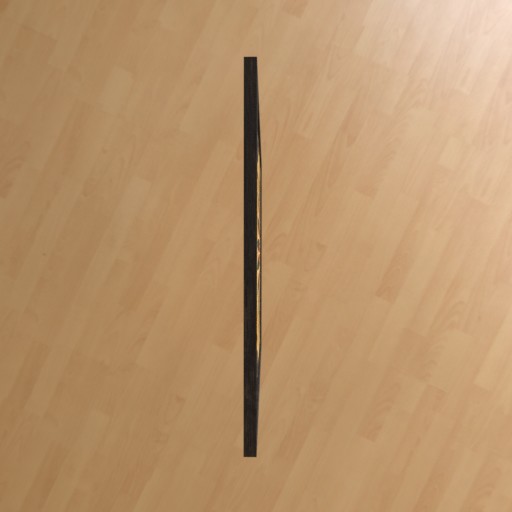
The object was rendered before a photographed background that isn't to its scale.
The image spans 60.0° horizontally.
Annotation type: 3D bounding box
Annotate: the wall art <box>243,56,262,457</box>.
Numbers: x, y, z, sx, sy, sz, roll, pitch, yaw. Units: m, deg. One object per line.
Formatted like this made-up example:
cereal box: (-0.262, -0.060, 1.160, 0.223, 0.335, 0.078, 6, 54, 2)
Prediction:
wall art: (0.000, 0.000, 1.432, 0.029, 1.066, 0.812, 0, 90, 1)
